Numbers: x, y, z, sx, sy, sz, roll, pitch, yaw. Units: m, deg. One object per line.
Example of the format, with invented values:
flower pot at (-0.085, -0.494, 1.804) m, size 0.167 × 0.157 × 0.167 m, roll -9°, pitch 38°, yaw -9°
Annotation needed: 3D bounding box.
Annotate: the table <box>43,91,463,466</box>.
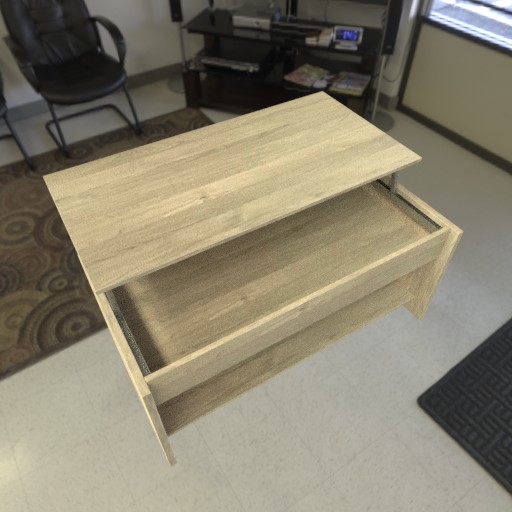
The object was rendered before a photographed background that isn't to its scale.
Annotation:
table at (0.000, 0.000, 1.447) m, size 1.000 × 0.570 × 0.712 m, roll -24°, pitch 51°, yaw -21°
